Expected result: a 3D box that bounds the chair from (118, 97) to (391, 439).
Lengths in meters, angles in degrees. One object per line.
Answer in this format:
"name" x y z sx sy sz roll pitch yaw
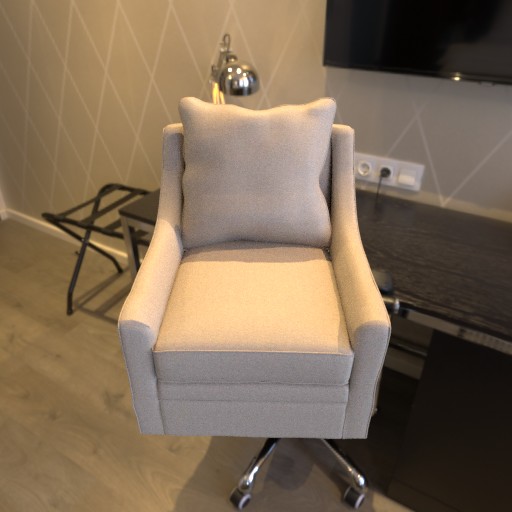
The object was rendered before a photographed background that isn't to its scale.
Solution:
"chair" 0.000 0.000 1.591 0.760 0.942 0.876 1 32 1
